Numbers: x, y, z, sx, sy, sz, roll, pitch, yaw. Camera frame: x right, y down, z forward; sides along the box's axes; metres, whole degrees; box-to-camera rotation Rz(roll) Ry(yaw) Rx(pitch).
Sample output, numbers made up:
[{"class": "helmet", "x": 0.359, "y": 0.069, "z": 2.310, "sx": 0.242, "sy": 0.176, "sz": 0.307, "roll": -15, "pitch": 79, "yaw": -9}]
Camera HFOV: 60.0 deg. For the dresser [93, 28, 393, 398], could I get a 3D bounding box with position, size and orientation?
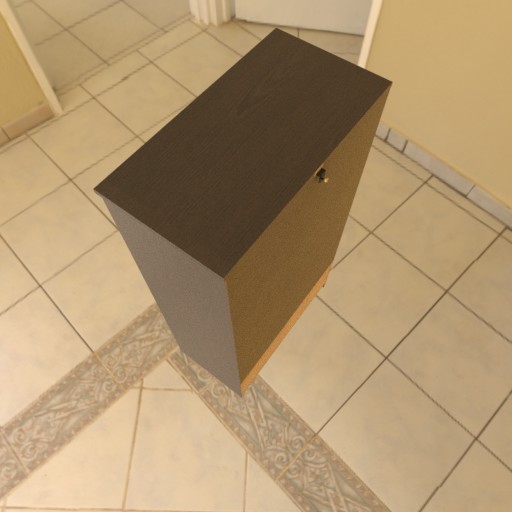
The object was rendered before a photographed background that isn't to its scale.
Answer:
[{"class": "dresser", "x": 0.000, "y": 0.000, "z": 1.617, "sx": 0.418, "sy": 1.254, "sz": 0.704, "roll": 33, "pitch": 67, "yaw": 16}]
